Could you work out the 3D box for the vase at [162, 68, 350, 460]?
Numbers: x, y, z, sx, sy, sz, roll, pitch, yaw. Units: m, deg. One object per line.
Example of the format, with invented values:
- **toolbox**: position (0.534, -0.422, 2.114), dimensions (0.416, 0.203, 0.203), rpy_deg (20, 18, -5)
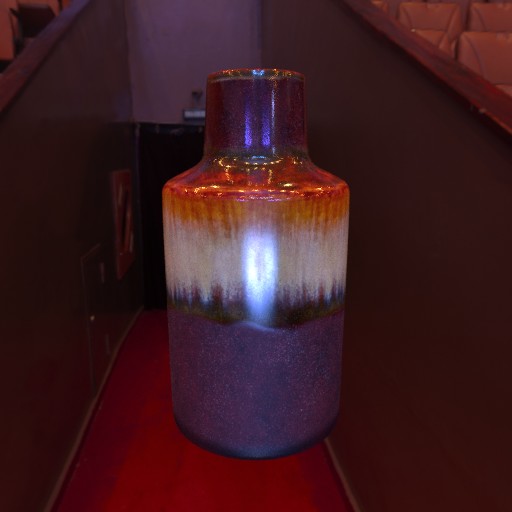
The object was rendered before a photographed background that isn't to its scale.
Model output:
- **vase**: position (0.000, 0.000, 0.268), dimensions (0.108, 0.204, 0.108), rpy_deg (0, 14, 0)
